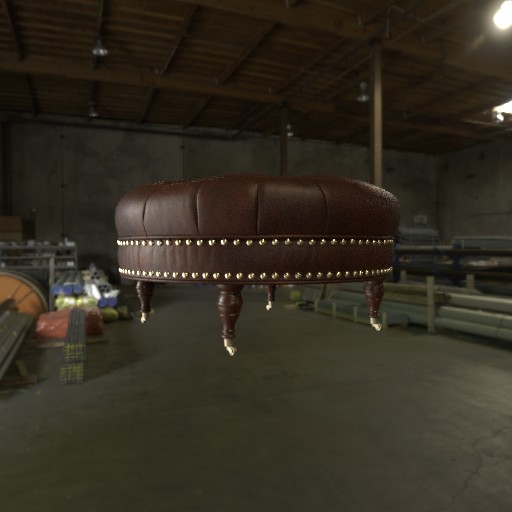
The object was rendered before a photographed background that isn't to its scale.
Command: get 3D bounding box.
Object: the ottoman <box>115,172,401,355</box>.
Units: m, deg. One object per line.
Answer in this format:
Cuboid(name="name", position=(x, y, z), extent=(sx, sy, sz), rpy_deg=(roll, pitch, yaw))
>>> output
Cuboid(name="ottoman", position=(0.000, 0.000, 1.437), extent=(0.901, 0.455, 0.901), rpy_deg=(0, 1, 0))
